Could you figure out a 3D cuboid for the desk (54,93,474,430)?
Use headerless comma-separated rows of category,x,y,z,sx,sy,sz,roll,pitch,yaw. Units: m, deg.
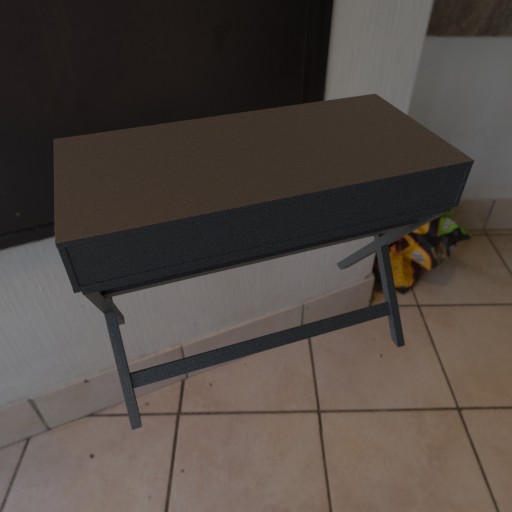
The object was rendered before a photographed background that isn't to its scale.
desk,0.000,0.000,1.483,1.057,0.780,0.504,-13,42,-15
